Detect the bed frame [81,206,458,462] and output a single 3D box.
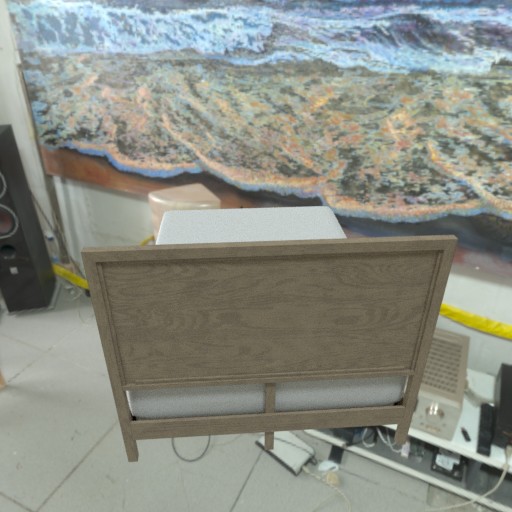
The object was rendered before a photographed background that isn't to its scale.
[{"bbox_3d":[0.000,0.000,3.164,1.606,1.369,2.189,-2,30,-4],"label":"bed frame"}]
